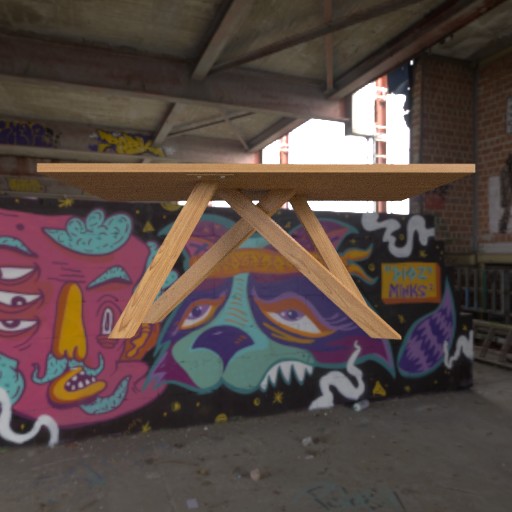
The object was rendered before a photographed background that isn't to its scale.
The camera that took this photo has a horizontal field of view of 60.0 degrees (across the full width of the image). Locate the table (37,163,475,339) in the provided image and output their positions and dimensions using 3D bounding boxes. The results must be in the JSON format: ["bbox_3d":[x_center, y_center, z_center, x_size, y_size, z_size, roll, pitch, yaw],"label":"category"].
[{"bbox_3d":[0.000,0.000,2.264,1.797,0.750,0.901,0,-1,0],"label":"table"}]
